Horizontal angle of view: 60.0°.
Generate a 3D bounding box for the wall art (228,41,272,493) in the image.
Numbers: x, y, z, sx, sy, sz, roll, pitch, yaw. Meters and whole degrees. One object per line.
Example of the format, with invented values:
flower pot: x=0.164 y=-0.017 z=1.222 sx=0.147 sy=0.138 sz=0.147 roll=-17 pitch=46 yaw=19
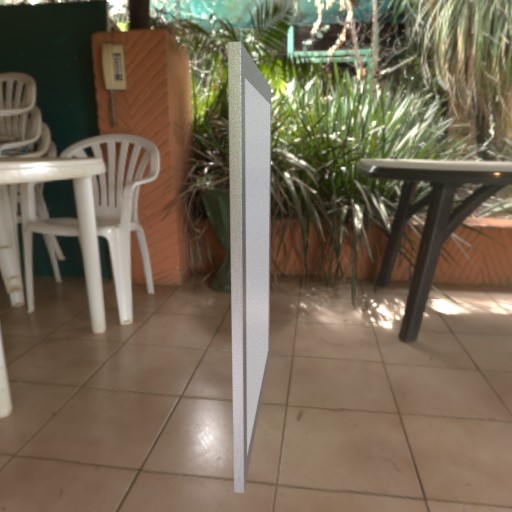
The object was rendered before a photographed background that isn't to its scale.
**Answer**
wall art: x=0.000 y=0.000 z=0.682 sx=0.013 sy=0.529 sz=0.376 roll=2 pitch=14 yaw=6
